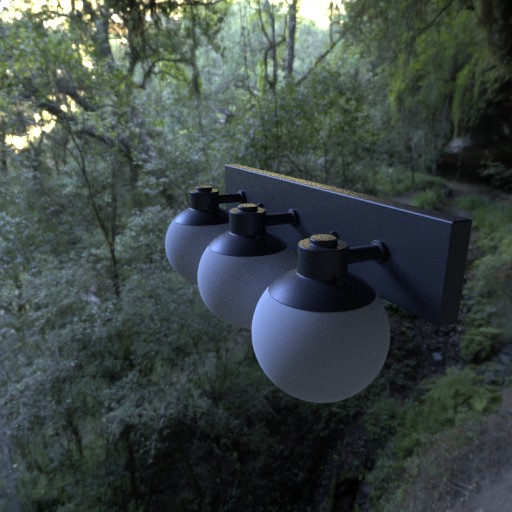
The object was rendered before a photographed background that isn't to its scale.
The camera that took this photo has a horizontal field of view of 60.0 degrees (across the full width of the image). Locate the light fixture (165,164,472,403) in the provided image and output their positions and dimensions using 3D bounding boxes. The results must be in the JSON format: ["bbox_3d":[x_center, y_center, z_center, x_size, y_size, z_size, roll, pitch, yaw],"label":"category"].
[{"bbox_3d":[0.000,0.000,0.817,0.218,0.263,0.721,-8,19,-24],"label":"light fixture"}]
